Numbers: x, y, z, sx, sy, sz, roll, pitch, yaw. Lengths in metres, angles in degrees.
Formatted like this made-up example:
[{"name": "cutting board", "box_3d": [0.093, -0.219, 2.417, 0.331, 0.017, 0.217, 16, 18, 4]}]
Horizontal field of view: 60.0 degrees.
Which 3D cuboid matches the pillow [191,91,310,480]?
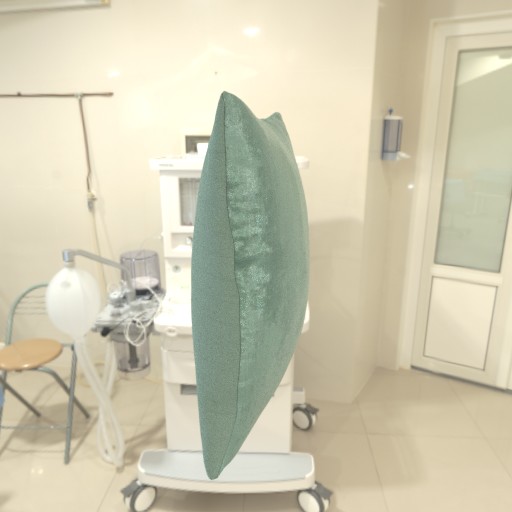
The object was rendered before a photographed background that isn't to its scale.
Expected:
[{"name": "pillow", "box_3d": [0.000, 0.000, 0.712, 0.175, 0.464, 0.470, 3, 16, 10]}]
